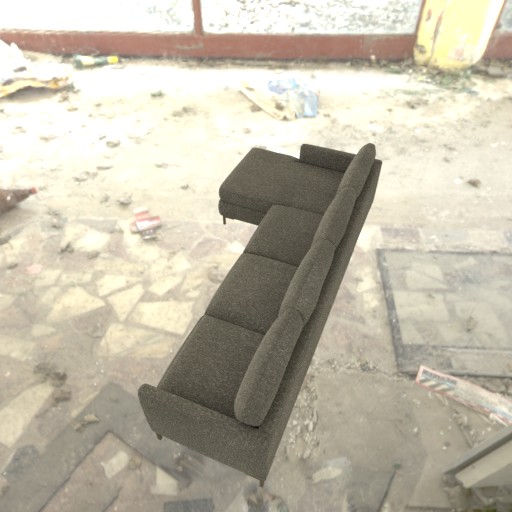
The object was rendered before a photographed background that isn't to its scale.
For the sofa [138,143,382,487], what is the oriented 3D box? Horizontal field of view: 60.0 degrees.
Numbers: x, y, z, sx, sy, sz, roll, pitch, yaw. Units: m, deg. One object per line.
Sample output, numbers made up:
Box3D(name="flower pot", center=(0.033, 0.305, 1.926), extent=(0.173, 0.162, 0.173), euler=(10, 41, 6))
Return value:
Box3D(name="sofa", center=(0.000, 0.000, 3.498), extent=(1.350, 0.810, 2.932), euler=(17, 47, 16))
